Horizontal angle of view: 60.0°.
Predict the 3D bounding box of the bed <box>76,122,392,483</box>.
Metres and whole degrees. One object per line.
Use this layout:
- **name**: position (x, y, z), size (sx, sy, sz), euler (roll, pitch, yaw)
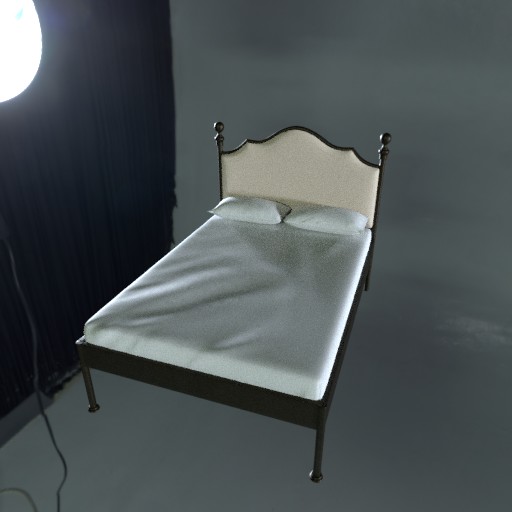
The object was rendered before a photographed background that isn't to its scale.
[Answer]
- **bed**: position (0.000, 0.000, 3.175), size (1.533, 1.462, 2.170), euler (9, 28, 18)
